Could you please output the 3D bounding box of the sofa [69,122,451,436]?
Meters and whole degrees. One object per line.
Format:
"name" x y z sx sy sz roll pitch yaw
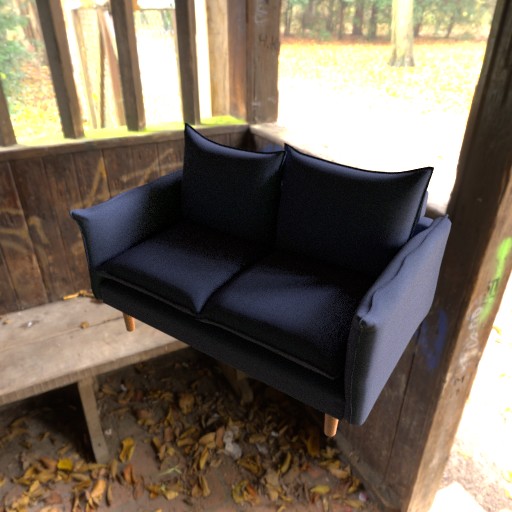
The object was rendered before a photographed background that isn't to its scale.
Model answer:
"sofa" 0.000 0.000 1.826 1.300 0.840 0.820 19 35 29
